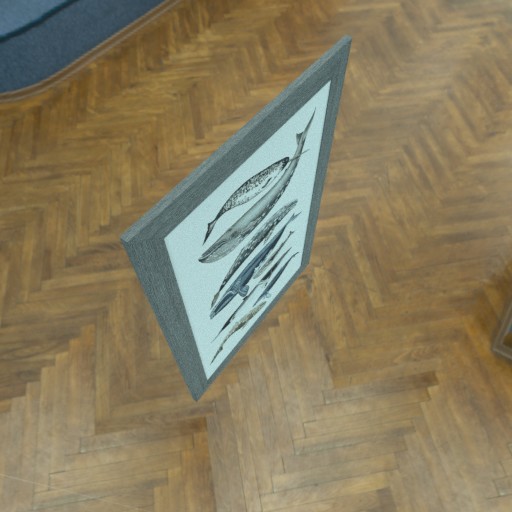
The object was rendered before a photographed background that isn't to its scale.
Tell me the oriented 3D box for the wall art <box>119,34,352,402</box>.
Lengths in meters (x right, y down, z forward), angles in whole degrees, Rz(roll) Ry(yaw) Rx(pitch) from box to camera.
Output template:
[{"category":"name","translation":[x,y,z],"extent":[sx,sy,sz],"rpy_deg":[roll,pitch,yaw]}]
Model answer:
[{"category":"wall art","translation":[0.000,0.000,1.386],"extent":[0.020,1.070,0.768],"rpy_deg":[32,63,19]}]
